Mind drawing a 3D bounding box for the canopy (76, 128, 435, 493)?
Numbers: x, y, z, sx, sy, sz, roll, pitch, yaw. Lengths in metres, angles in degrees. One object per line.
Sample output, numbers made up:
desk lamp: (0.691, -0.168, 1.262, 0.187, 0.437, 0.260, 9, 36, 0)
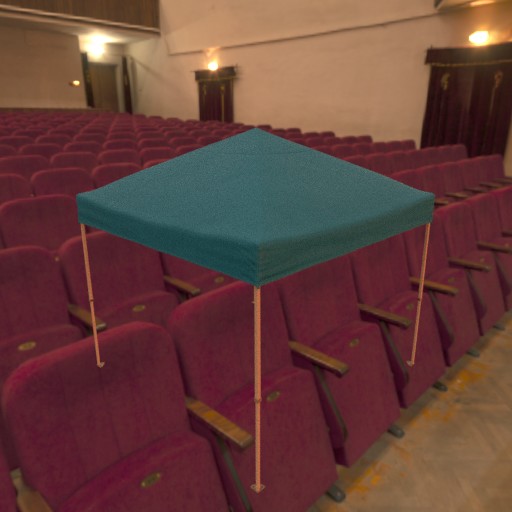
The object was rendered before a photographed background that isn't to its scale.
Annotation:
canopy: (0.000, 0.000, 5.394, 2.996, 2.997, 2.998, 17, 24, 42)
